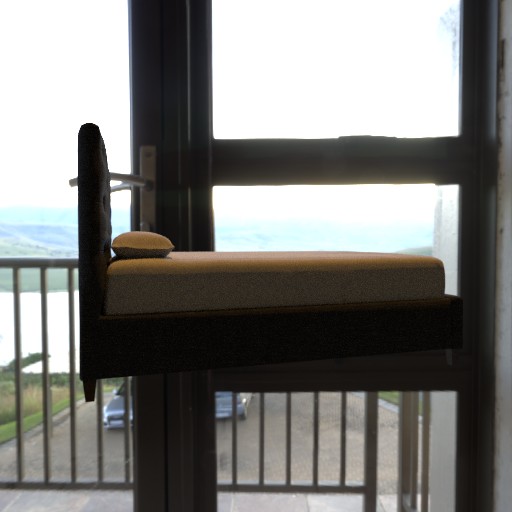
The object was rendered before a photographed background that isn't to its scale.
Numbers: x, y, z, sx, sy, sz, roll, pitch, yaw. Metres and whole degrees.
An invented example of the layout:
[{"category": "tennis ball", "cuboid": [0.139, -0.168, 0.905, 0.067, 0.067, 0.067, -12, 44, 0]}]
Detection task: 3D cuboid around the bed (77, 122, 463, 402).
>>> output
[{"category": "bed", "cuboid": [0.000, 0.000, 3.371, 2.387, 1.427, 1.698, -1, 2, -17]}]
